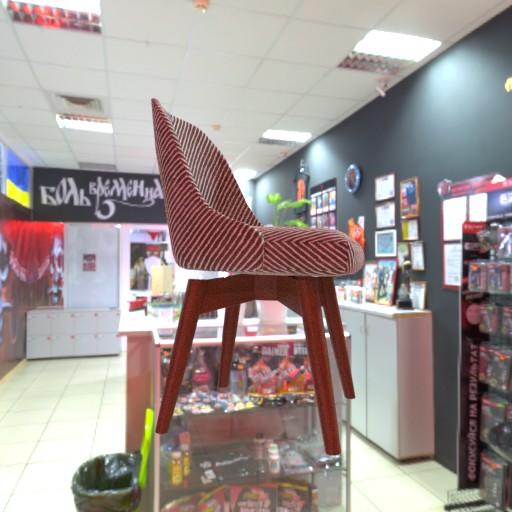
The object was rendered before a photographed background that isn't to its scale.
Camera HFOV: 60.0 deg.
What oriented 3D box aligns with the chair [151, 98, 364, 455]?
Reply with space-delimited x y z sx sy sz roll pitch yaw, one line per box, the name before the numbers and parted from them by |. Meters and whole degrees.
chair | 0.000 0.000 1.262 0.591 0.883 0.504 0 -1 17
